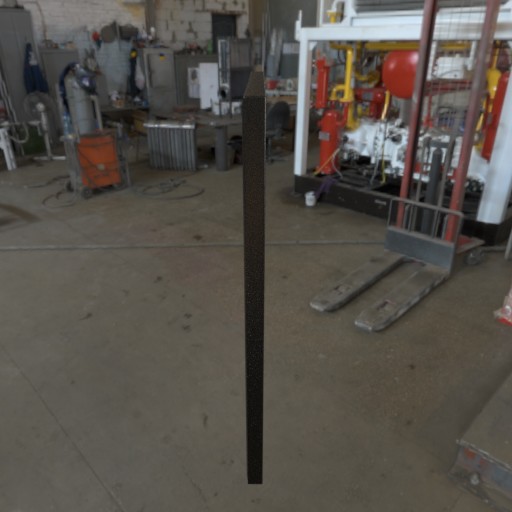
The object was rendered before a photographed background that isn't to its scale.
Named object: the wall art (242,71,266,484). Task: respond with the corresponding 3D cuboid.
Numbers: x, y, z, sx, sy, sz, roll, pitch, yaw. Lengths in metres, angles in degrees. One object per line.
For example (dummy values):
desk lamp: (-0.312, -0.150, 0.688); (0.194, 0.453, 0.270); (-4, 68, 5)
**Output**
wall art: (0.000, 0.000, 1.612); (0.053, 1.194, 0.950); (0, 25, 1)
